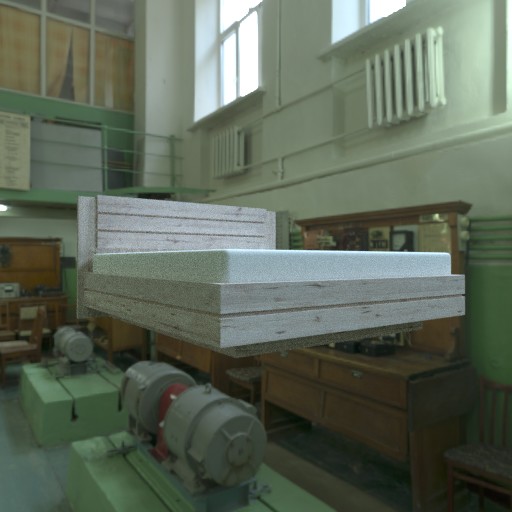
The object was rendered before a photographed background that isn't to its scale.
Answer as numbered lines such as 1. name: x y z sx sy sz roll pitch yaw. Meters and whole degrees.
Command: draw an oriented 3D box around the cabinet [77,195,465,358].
1. cabinet: 0.000 0.000 3.193 1.950 0.970 2.080 0 -1 -36
